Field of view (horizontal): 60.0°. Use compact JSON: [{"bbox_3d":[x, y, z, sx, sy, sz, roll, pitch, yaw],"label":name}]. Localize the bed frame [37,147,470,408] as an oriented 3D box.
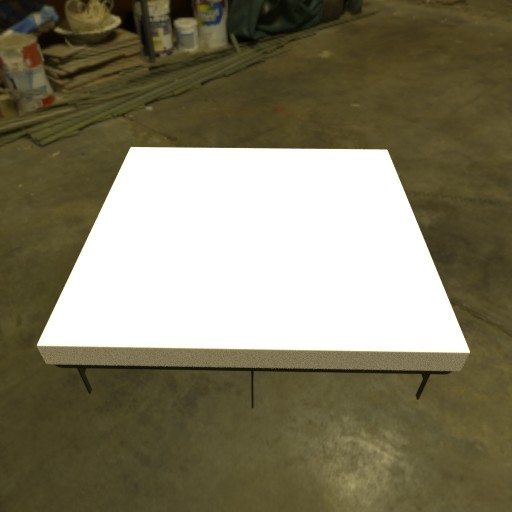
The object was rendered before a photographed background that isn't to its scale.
[{"bbox_3d":[0.000,0.000,2.975,2.032,0.559,1.930,1,42,1],"label":"bed frame"}]
